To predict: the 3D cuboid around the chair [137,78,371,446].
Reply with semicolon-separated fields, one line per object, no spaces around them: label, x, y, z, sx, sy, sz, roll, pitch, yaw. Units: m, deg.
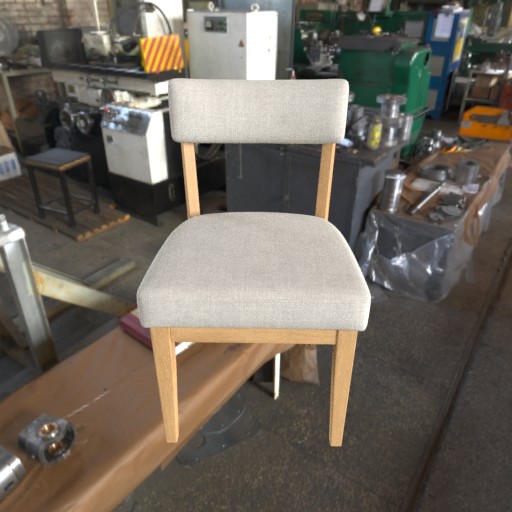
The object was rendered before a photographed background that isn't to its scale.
chair;0.000;0.000;1.192;0.508;0.832;0.572;1;30;1
